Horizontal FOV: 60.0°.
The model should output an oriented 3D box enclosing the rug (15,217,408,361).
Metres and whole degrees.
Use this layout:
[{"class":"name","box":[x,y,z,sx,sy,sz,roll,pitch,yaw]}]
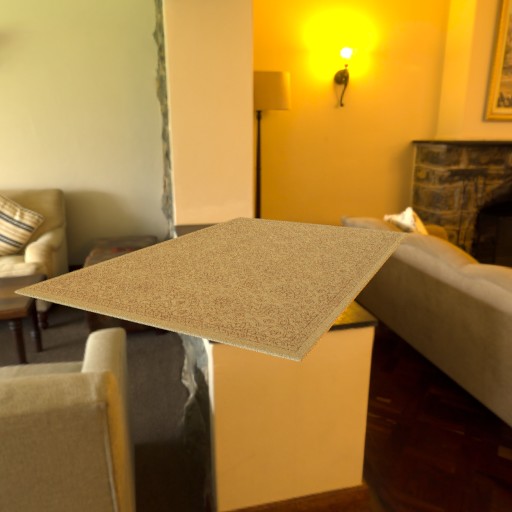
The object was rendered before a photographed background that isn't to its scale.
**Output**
[{"class":"rug","box":[0.000,0.000,2.270,1.219,0.010,1.829,8,17,26]}]
